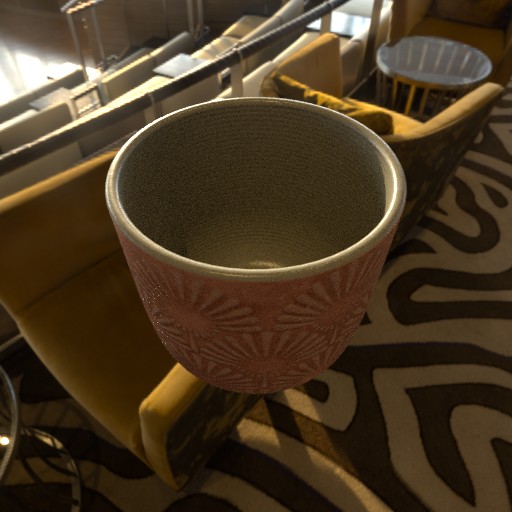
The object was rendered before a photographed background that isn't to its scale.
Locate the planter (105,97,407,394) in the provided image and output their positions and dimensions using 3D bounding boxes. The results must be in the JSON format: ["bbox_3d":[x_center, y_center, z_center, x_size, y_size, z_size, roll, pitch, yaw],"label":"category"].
[{"bbox_3d":[0.000,0.000,0.225,0.124,0.109,0.124,0,47,0],"label":"planter"}]
